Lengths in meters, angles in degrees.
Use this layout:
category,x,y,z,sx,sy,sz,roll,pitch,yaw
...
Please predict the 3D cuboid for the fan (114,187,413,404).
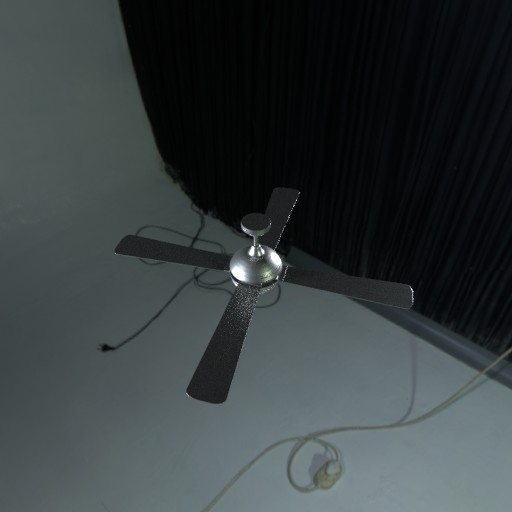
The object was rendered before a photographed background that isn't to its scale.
category,x,y,z,sx,sy,sz,roll,pitch,yaw
fan,0.000,0.000,1.970,1.321,0.381,1.321,25,47,26
